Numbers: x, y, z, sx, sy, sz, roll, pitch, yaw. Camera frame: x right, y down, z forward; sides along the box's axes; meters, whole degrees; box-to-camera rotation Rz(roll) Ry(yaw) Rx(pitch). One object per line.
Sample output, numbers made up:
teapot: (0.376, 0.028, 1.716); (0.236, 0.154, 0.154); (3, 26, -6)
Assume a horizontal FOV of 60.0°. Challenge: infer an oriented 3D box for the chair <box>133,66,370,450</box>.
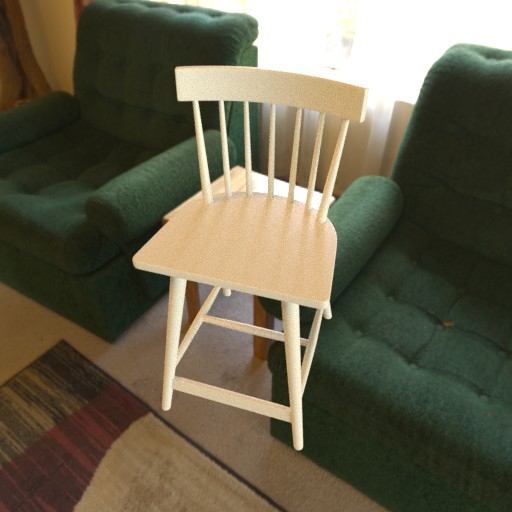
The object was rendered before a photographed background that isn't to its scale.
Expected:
chair: (0.000, 0.000, 1.275); (0.483, 0.952, 0.572); (11, 41, 13)
